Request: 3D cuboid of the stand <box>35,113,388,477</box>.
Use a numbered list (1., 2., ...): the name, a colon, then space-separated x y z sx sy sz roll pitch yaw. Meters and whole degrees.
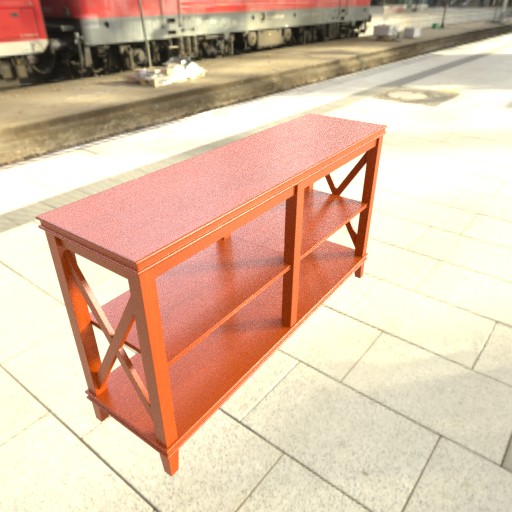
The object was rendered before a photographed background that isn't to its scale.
1. stand: 0.000 0.000 1.694 0.381 0.762 1.372 21 37 30
